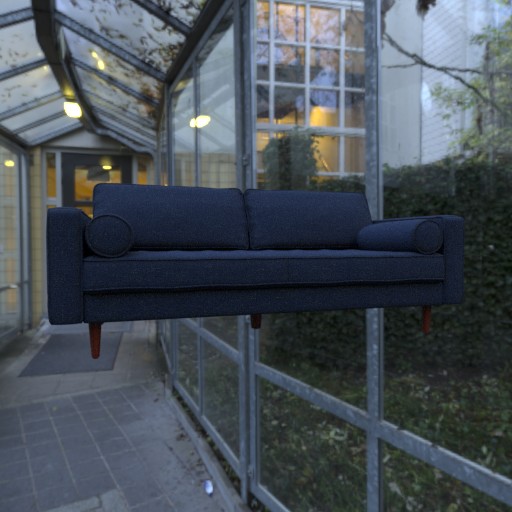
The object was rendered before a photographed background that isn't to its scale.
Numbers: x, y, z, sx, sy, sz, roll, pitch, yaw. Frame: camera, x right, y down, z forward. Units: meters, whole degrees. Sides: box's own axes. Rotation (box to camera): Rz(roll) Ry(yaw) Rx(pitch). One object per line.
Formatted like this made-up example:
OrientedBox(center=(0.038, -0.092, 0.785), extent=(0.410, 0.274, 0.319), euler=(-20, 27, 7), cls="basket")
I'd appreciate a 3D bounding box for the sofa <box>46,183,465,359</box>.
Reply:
OrientedBox(center=(0.000, 0.000, 2.298), extent=(1.880, 0.762, 0.914), euler=(-1, 2, -18), cls="sofa")
